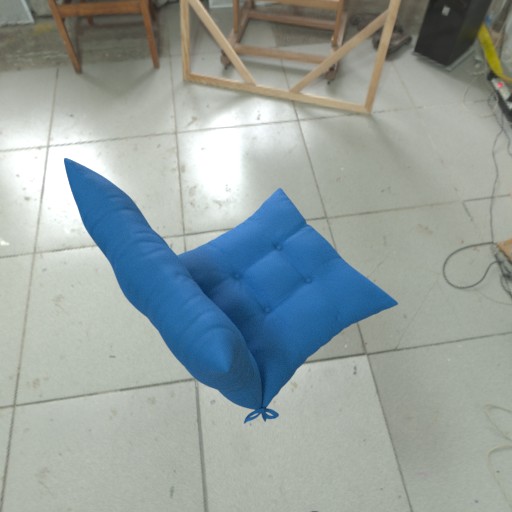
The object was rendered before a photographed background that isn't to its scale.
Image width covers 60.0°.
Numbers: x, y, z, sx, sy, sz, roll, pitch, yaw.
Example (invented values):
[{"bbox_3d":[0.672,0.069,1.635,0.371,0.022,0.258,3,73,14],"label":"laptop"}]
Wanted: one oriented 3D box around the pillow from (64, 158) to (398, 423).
[{"bbox_3d":[0.000,0.000,1.010,0.585,0.536,0.541,-34,64,-19],"label":"pillow"}]
